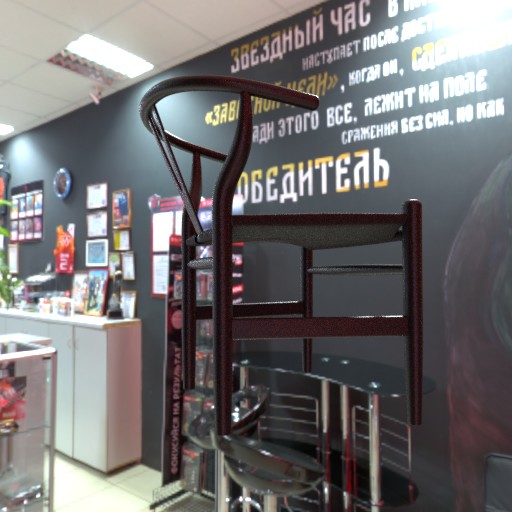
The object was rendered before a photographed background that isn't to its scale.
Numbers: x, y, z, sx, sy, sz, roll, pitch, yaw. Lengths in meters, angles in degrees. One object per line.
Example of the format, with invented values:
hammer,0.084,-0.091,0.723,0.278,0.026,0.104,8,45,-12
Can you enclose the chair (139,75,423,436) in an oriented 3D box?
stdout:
chair,0.000,0.000,1.124,0.579,0.730,0.569,1,-2,-19
